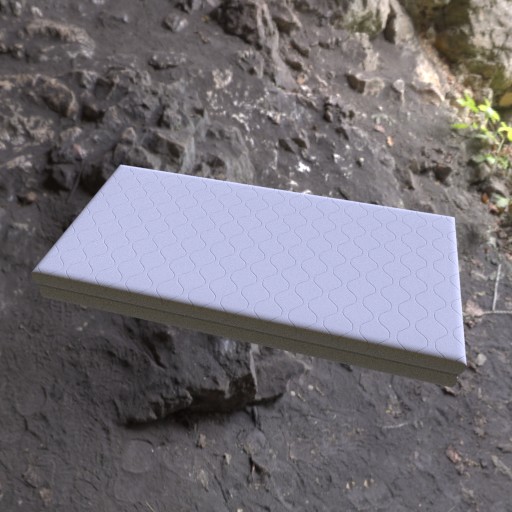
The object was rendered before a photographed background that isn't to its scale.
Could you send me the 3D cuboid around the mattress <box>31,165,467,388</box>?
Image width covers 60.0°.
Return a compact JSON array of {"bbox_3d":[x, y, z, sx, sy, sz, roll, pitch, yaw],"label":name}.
[{"bbox_3d":[0.000,0.000,2.216,1.900,0.200,0.900,11,47,10],"label":"mattress"}]
